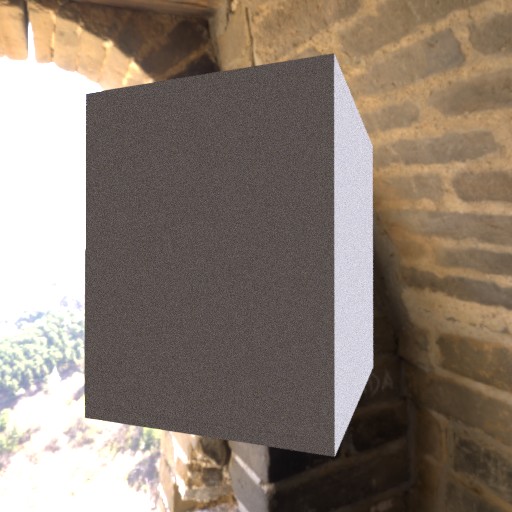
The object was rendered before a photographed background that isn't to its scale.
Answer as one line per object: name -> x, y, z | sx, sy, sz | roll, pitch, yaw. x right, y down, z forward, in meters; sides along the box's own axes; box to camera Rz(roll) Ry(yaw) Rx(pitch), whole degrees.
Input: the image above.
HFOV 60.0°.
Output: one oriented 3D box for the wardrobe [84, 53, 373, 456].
wardrobe -> 0.000, 0.000, 0.874 | 0.400, 0.520, 0.500 | 0, 0, 20
